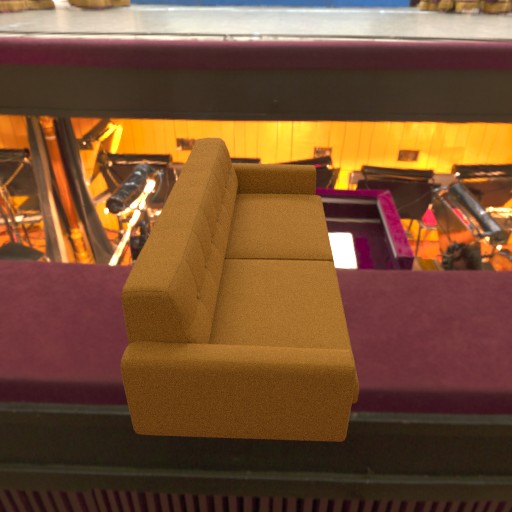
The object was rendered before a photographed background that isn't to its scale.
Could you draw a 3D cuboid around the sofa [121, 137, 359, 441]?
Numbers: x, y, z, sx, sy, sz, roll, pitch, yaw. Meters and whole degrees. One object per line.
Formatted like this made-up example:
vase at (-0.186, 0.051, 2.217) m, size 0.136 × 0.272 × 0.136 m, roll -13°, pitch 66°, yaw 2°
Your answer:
sofa at (0.000, 0.000, 2.511) m, size 0.909 × 0.841 × 2.029 m, roll 1°, pitch 32°, yaw 2°
